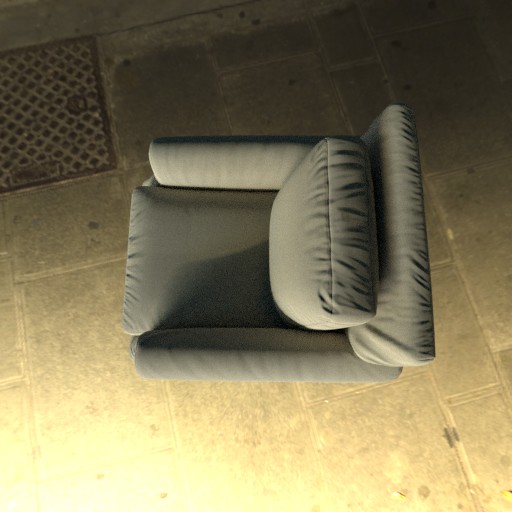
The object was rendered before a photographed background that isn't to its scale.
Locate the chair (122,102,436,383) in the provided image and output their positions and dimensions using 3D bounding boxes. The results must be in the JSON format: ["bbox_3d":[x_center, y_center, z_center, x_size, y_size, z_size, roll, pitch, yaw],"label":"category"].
[{"bbox_3d":[0.000,0.000,1.722,1.066,0.866,0.940,0,76,0],"label":"chair"}]
